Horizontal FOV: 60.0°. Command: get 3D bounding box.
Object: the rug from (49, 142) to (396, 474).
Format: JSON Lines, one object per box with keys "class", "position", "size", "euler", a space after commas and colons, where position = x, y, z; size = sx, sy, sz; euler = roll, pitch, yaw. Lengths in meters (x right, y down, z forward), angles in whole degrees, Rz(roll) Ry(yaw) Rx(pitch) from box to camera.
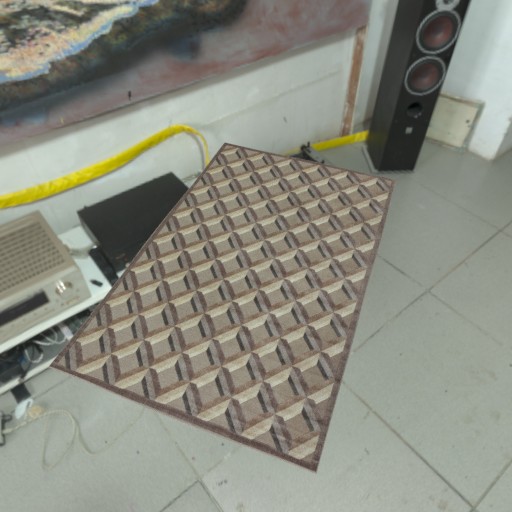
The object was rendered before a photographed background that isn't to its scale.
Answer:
{"class": "rug", "position": [0.000, 0.000, 2.101], "size": [1.066, 0.011, 1.677], "euler": [16, 49, 14]}
